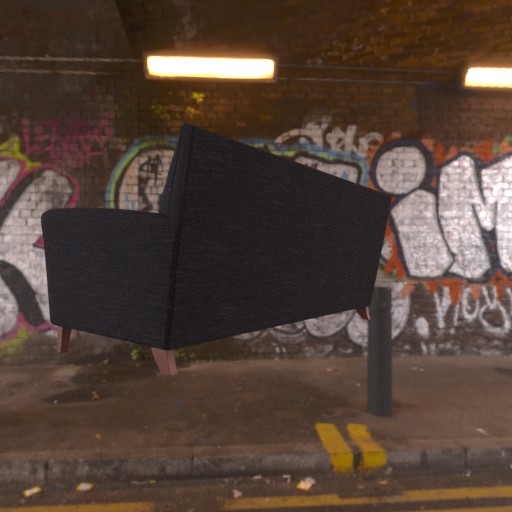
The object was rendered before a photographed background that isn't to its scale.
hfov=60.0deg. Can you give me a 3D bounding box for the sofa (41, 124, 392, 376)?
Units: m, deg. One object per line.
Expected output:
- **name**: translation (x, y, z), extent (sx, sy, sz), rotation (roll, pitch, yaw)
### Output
- **sofa**: translation (0.000, 0.000, 2.439), extent (0.875, 0.846, 1.976), rotation (0, -1, 36)
